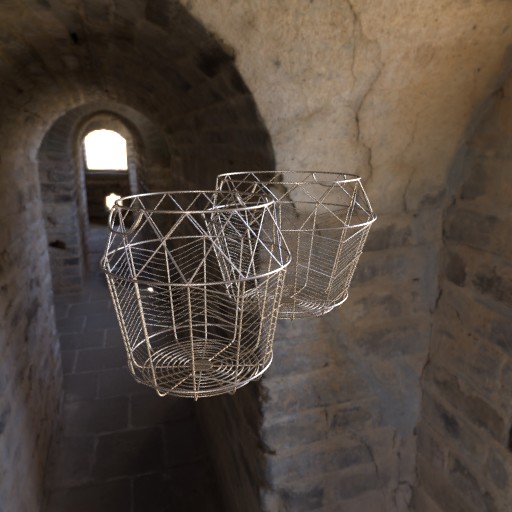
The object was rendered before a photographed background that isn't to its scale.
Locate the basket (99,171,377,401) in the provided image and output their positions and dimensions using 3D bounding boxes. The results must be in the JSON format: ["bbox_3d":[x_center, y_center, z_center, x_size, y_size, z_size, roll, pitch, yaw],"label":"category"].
[{"bbox_3d":[0.000,0.000,1.025,0.451,0.343,0.805,8,16,27],"label":"basket"}]
